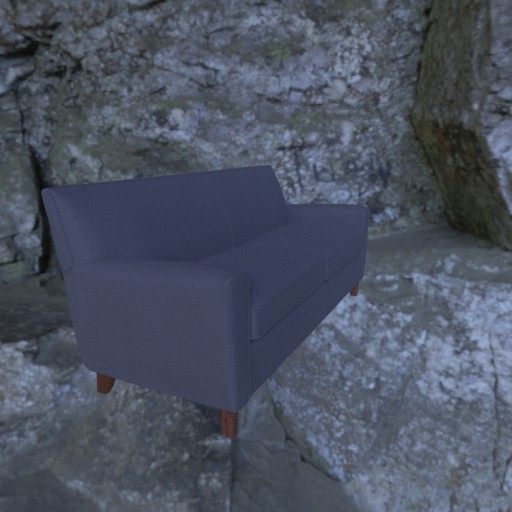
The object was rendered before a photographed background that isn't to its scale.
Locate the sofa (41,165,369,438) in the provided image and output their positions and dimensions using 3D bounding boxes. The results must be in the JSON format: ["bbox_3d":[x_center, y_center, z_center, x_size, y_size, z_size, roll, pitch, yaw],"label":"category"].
[{"bbox_3d":[0.000,0.000,2.471,0.843,0.907,2.002,7,16,26],"label":"sofa"}]
